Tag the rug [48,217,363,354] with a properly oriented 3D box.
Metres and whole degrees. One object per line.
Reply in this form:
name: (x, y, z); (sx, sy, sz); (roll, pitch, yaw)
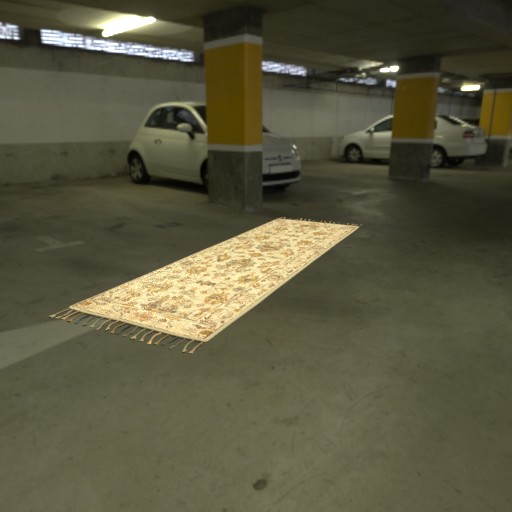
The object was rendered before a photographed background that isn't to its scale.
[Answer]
rug: (0.000, 0.000, 2.744); (0.729, 0.021, 2.438); (8, 18, 26)
